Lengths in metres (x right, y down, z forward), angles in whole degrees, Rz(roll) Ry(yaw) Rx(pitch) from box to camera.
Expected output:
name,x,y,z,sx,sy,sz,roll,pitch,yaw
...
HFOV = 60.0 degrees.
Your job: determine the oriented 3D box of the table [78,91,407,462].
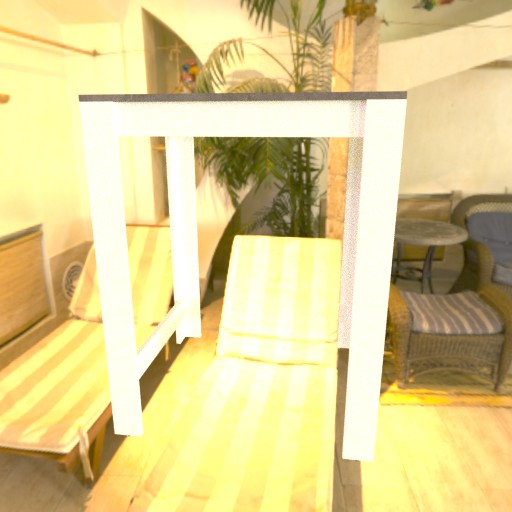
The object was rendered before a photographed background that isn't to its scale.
name,x,y,z,sx,sy,sz,roll,pitch,yaw
table,0.000,0.000,1.536,0.800,1.020,0.700,3,17,8
